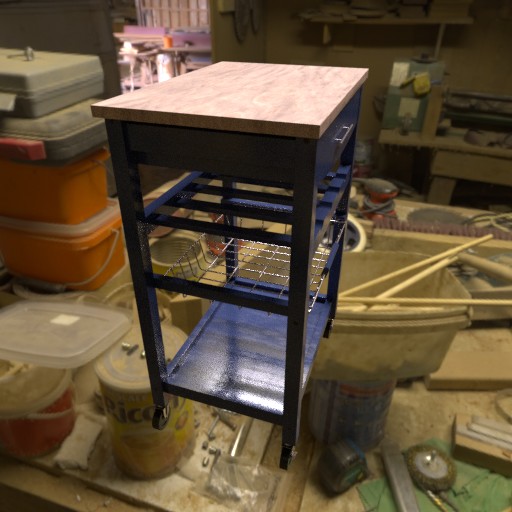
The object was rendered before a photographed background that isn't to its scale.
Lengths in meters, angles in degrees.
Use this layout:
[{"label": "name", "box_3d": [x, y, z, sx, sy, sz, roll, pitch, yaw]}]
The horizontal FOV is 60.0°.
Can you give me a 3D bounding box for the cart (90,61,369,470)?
[{"label": "cart", "box_3d": [0.000, 0.000, 1.142, 0.403, 0.839, 0.584, 10, 32, 16]}]
